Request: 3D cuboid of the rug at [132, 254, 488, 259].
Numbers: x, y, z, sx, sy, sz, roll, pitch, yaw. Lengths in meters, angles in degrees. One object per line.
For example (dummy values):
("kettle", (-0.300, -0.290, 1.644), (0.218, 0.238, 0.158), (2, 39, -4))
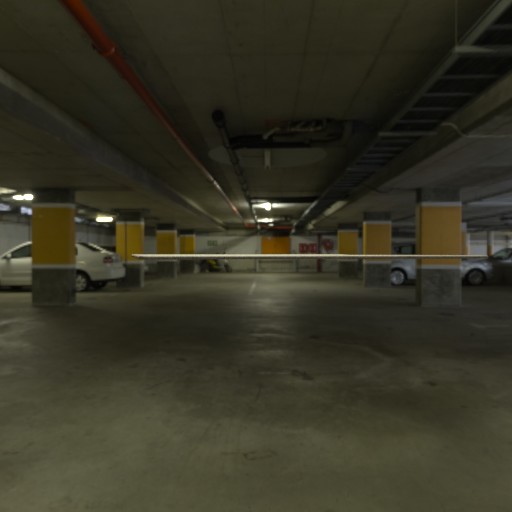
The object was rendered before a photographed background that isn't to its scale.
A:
("rug", (0.000, 0.000, 2.893), (1.540, 0.021, 2.290), (0, 0, -16))
